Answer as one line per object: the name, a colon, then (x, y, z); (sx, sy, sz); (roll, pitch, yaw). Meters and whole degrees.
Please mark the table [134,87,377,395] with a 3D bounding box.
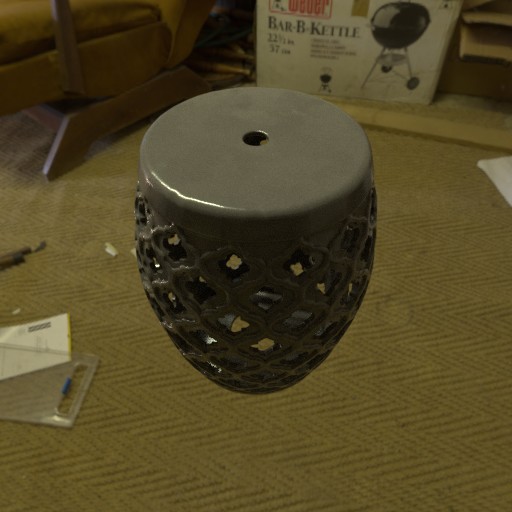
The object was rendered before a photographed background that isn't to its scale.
table: (0.000, 0.000, 0.640); (0.325, 0.388, 0.325); (0, 47, 0)
